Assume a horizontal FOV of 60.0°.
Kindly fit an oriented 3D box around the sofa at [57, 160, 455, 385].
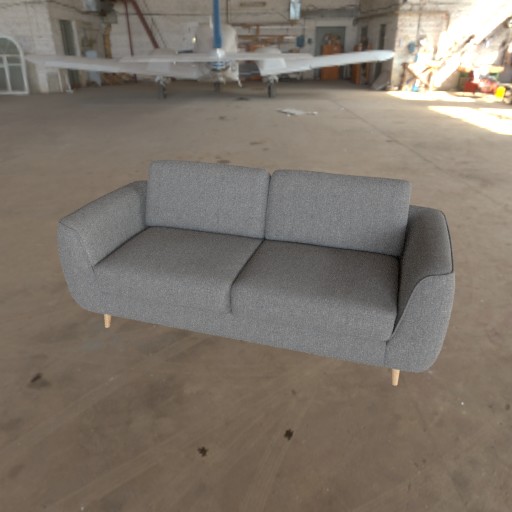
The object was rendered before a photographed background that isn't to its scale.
[{"bbox_3d":[0.000,0.000,2.480,2.000,0.870,0.920,8,27,16],"label":"sofa"}]
